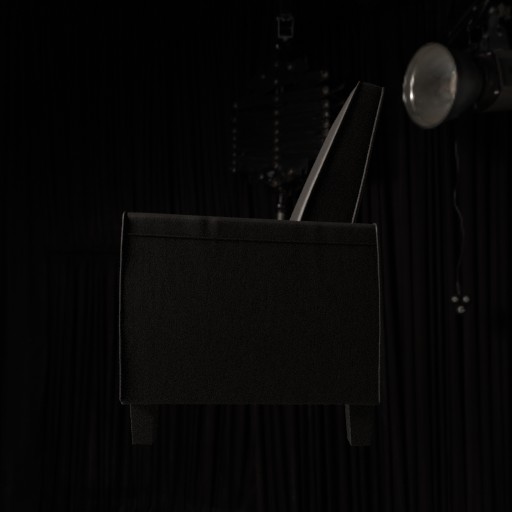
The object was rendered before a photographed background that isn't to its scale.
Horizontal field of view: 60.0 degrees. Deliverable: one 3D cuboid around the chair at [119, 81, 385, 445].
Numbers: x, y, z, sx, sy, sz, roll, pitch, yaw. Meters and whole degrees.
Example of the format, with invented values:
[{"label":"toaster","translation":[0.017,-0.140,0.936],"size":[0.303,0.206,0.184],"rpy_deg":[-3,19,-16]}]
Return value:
[{"label":"chair","translation":[0.000,0.000,1.504],"size":[0.746,1.013,0.705],"rpy_deg":[0,-1,0]}]
